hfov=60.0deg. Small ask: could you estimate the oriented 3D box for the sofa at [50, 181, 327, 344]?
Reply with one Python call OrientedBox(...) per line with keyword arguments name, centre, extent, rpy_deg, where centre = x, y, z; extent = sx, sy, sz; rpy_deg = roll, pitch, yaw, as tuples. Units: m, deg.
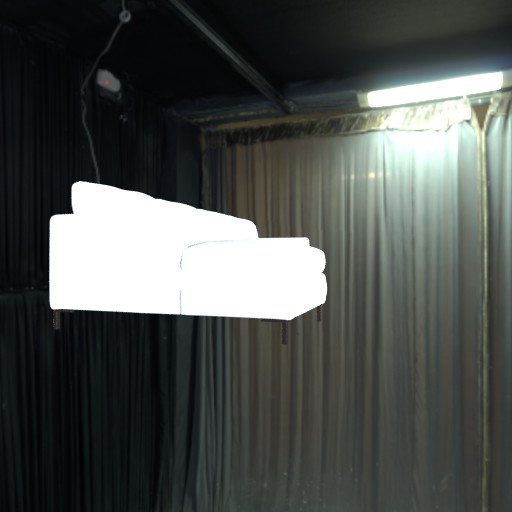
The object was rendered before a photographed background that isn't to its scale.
OrientedBox(name="sofa", centre=(0.000, 0.000, 3.792), extent=(1.467, 0.875, 3.186), rpy_deg=(0, -1, 19))
